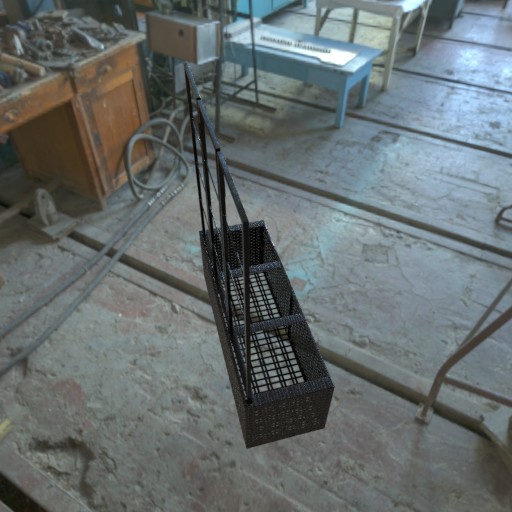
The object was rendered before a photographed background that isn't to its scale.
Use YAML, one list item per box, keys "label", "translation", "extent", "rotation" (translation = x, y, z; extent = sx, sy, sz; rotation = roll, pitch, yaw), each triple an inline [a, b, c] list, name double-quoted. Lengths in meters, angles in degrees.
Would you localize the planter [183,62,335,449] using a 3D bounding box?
- label: "planter"
  translation: [0.000, 0.000, 1.245]
  extent: [0.244, 0.841, 0.699]
  rotation: [-10, 45, -10]
